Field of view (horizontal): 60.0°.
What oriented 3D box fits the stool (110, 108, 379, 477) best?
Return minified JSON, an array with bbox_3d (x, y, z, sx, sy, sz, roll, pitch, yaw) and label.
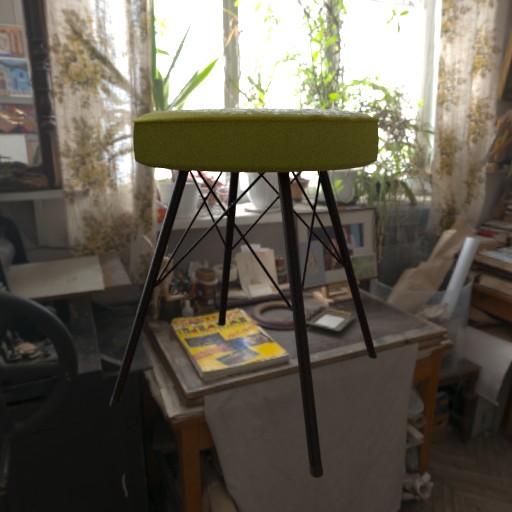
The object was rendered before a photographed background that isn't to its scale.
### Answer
[{"bbox_3d":[0.000,0.000,0.818,0.409,0.508,0.409,8,18,25],"label":"stool"}]
